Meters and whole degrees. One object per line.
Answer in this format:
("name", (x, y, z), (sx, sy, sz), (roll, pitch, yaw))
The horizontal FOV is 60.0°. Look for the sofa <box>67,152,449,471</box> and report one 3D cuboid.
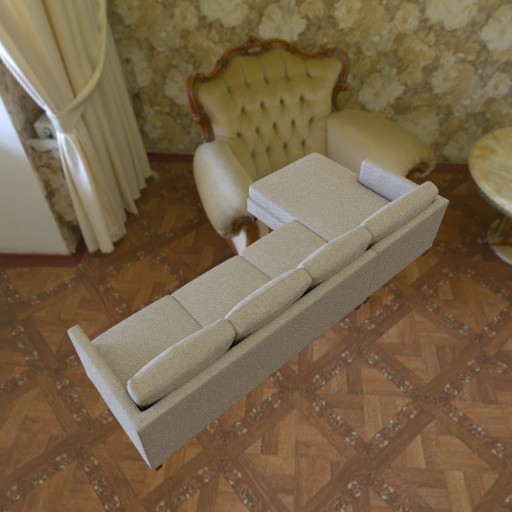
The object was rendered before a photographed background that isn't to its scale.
("sofa", (0.000, 0.000, 3.804), (3.186, 0.846, 1.625), (-32, 53, -28))
